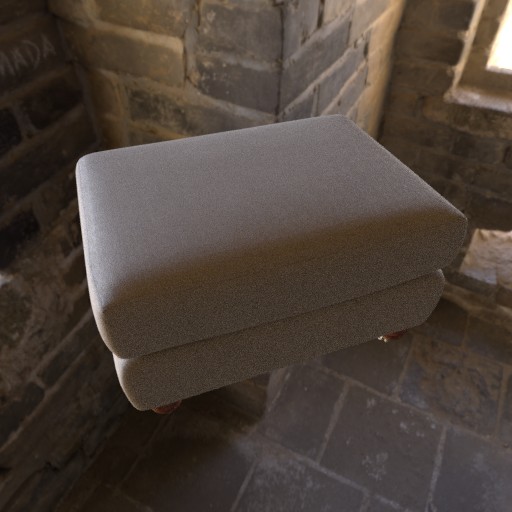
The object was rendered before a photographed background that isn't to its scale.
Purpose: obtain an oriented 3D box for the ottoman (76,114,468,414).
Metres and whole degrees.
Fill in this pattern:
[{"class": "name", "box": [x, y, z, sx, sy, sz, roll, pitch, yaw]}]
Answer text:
[{"class": "ottoman", "box": [0.000, 0.000, 1.133, 0.773, 0.504, 0.569, -14, 43, -15]}]
